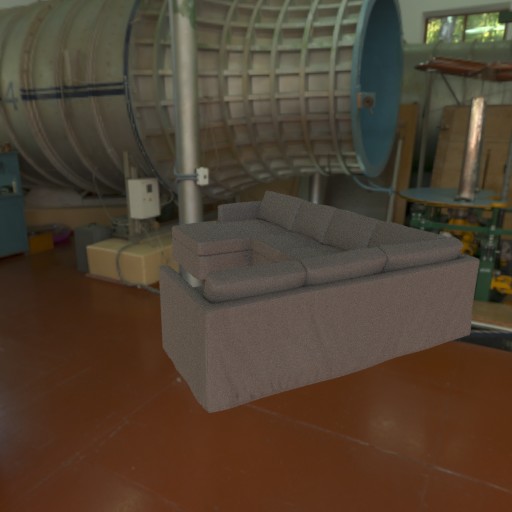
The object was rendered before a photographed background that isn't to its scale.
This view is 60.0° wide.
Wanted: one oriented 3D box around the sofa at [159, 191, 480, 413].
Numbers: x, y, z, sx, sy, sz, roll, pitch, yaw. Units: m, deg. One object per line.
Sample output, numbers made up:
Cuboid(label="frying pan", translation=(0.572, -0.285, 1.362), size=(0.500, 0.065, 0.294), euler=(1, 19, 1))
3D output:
Cuboid(label="sofa", translation=(0.000, 0.000, 4.670), size=(2.476, 0.878, 3.528), euler=(-8, 18, -26))
